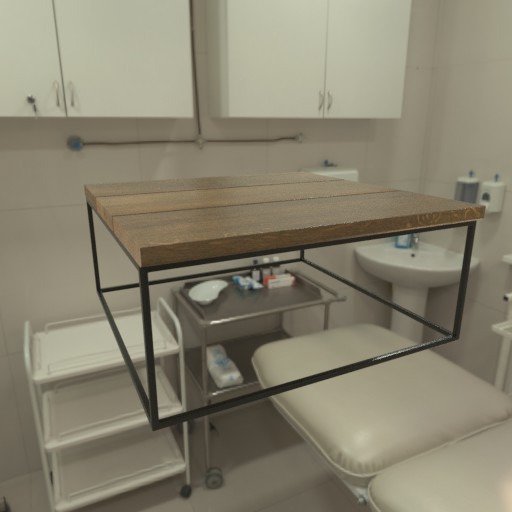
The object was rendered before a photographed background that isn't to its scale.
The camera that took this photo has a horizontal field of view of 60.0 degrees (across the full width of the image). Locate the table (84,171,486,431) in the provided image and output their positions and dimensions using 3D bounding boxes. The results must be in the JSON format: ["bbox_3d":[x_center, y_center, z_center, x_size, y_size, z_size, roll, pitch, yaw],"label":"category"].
[{"bbox_3d":[0.000,0.000,1.415,0.900,0.400,0.900,-8,19,-25],"label":"table"}]
